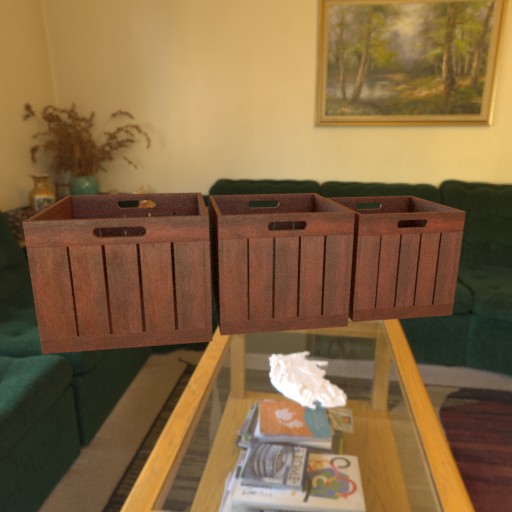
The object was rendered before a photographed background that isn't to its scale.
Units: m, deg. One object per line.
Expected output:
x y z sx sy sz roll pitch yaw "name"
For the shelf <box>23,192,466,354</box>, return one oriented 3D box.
0.000 0.000 1.250 1.064 0.311 0.393 -3 16 -9 "shelf"
